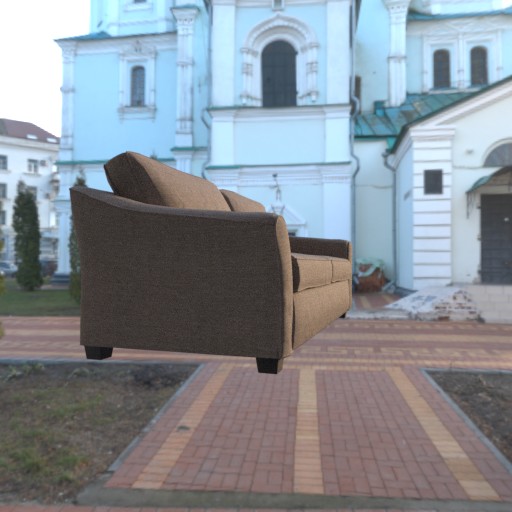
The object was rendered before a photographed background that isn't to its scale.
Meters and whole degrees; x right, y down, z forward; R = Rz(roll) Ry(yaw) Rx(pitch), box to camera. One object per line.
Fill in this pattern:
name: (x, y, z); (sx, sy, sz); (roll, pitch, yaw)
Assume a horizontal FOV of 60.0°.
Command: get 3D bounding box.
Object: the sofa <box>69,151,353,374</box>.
sofa: (0.000, 0.000, 2.816); (0.980, 0.965, 2.270); (0, -1, 19)
